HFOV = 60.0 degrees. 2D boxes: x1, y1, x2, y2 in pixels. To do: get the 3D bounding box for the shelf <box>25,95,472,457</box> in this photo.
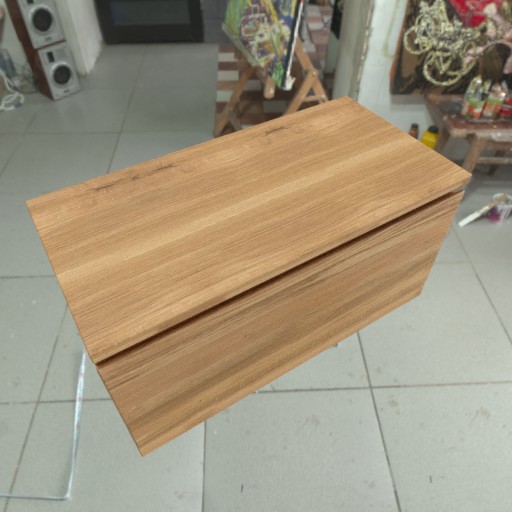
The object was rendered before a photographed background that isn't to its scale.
[{"bbox_3d":[0.000,0.000,1.027,0.800,0.400,0.400,-24,51,-21],"label":"shelf"}]
